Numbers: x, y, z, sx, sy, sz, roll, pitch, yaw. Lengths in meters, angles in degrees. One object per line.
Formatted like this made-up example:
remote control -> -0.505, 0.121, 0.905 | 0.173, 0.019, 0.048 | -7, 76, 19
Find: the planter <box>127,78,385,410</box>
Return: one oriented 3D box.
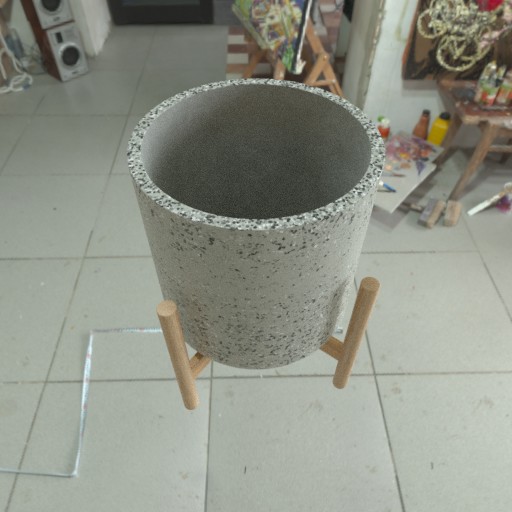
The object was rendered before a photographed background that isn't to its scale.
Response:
planter -> 0.000, 0.000, 0.686 | 0.360, 0.419, 0.360 | -24, 53, -20
